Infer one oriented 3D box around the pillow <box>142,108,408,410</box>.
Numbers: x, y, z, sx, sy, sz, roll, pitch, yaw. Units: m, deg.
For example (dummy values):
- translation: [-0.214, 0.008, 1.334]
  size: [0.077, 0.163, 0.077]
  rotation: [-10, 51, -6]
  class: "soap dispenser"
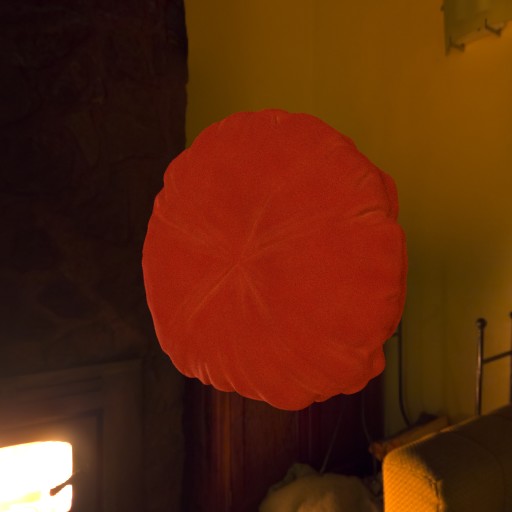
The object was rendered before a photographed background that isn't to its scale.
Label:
- translation: [0.000, 0.000, 0.638]
  size: [0.428, 0.407, 0.148]
  rotation: [0, 1, 35]
  class: "pillow"
